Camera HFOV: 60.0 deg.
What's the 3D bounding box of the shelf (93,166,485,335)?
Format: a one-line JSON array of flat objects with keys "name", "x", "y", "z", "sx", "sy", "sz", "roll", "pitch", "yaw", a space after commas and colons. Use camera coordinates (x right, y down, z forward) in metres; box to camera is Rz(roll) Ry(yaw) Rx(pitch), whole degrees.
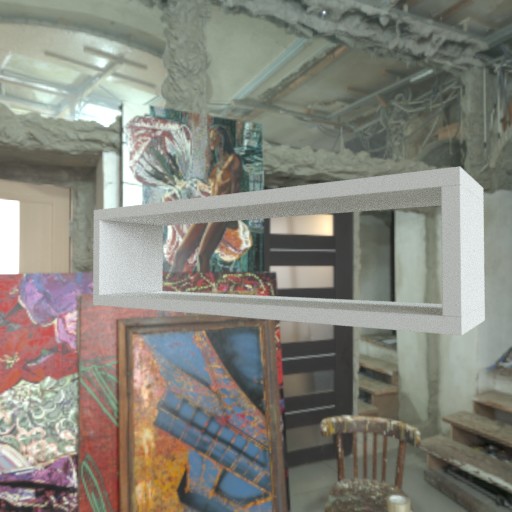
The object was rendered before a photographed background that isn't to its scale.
[{"name": "shelf", "x": 0.000, "y": 0.000, "z": 0.682, "sx": 0.610, "sy": 0.170, "sz": 0.150, "roll": -1, "pitch": -2, "yaw": 35}]
